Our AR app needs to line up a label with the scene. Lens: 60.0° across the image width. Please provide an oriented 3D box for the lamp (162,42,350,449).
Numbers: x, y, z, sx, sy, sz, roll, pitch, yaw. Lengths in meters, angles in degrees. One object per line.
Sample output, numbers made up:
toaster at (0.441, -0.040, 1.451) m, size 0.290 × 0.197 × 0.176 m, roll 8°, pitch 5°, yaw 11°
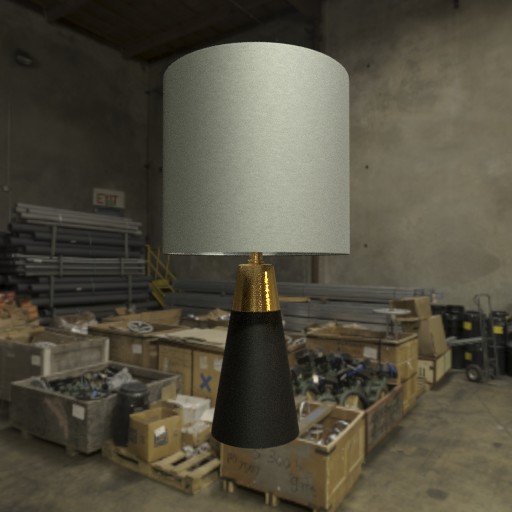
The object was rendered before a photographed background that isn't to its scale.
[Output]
lamp at (0.000, 0.000, 0.744) m, size 0.308 × 0.580 × 0.308 m, roll -1°, pitch -1°, yaw 35°
